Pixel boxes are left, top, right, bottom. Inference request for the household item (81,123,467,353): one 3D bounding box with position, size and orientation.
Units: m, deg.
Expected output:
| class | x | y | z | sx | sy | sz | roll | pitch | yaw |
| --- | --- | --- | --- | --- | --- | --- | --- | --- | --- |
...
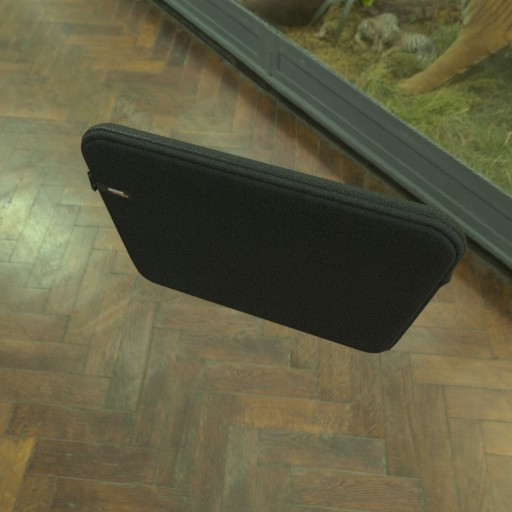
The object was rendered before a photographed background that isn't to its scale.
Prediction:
| class | x | y | z | sx | sy | sz | roll | pitch | yaw |
| --- | --- | --- | --- | --- | --- | --- | --- | --- | --- |
| household item | 0.000 | 0.000 | 0.522 | 0.396 | 0.305 | 0.030 | 17 | 60 | 10 |
